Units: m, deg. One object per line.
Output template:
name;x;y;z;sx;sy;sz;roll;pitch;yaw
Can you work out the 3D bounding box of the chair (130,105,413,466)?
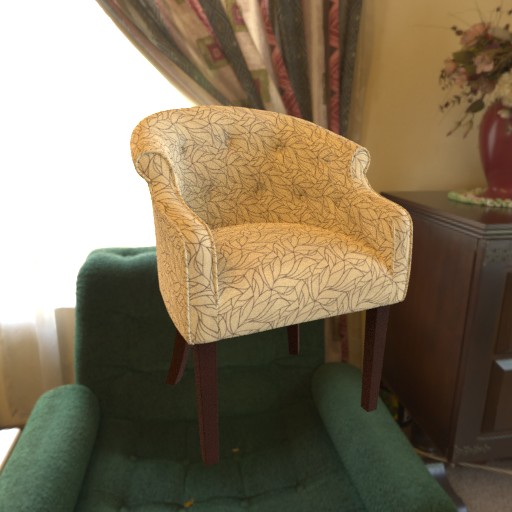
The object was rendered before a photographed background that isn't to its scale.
chair;0.000;0.000;1.288;0.686;0.858;0.613;-7;17;-25
